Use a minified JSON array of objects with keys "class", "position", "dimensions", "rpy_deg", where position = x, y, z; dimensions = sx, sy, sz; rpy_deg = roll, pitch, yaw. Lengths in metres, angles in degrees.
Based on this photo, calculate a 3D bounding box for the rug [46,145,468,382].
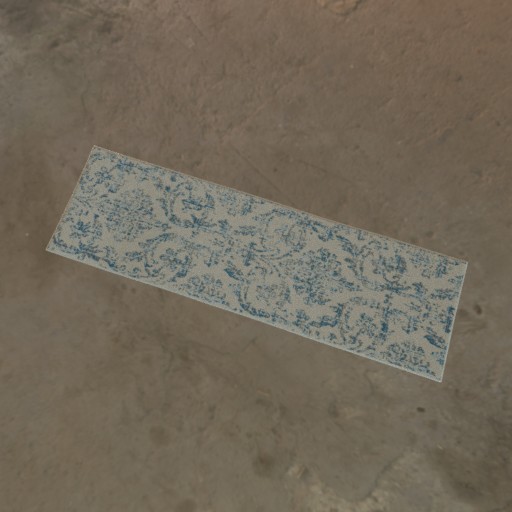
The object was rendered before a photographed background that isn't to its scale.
[{"class":"rug","position":[0.000,0.000,2.404],"dimensions":[2.196,0.011,0.662],"rpy_deg":[18,77,4]}]
